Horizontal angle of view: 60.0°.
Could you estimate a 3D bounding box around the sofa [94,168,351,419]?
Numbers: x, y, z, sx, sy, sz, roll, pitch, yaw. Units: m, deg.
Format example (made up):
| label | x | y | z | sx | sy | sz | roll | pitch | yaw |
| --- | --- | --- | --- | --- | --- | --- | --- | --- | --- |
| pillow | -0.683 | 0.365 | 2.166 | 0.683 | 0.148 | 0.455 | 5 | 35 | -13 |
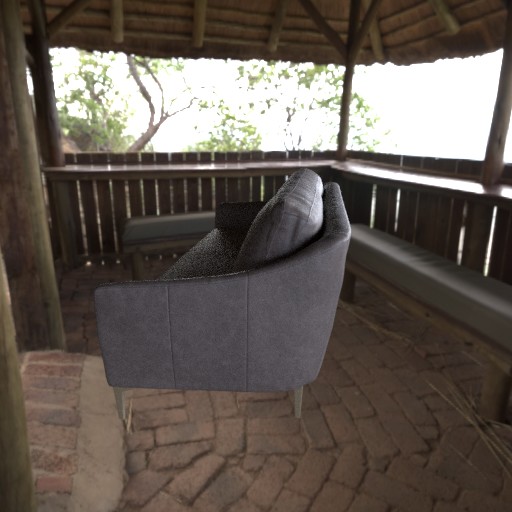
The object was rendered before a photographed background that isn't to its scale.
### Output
| label | x | y | z | sx | sy | sz | roll | pitch | yaw |
| --- | --- | --- | --- | --- | --- | --- | --- | --- | --- |
| sofa | 0.000 | 0.000 | 2.568 | 0.960 | 0.902 | 2.036 | 2 | 16 | 8 |
